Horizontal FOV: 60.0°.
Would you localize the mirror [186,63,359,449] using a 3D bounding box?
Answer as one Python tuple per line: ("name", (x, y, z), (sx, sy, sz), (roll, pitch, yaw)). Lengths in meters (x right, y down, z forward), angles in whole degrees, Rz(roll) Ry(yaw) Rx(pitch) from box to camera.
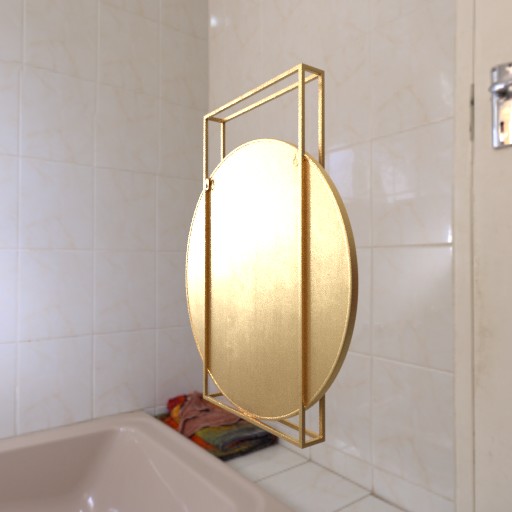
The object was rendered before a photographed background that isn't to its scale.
("mirror", (0.000, 0.000, 0.834), (0.051, 0.603, 0.508), (1, -1, -36))
